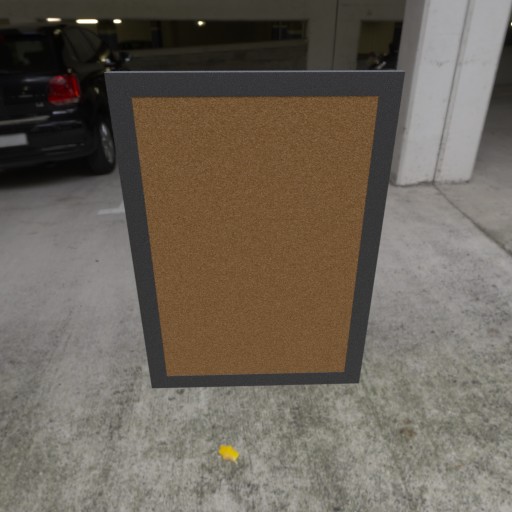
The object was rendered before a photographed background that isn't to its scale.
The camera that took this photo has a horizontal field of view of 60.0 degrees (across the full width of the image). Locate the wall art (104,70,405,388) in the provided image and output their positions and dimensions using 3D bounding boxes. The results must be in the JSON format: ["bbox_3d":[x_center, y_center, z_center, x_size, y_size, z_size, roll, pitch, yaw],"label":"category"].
[{"bbox_3d":[0.000,0.000,0.690,0.380,0.534,0.013,-1,28,-2],"label":"wall art"}]
